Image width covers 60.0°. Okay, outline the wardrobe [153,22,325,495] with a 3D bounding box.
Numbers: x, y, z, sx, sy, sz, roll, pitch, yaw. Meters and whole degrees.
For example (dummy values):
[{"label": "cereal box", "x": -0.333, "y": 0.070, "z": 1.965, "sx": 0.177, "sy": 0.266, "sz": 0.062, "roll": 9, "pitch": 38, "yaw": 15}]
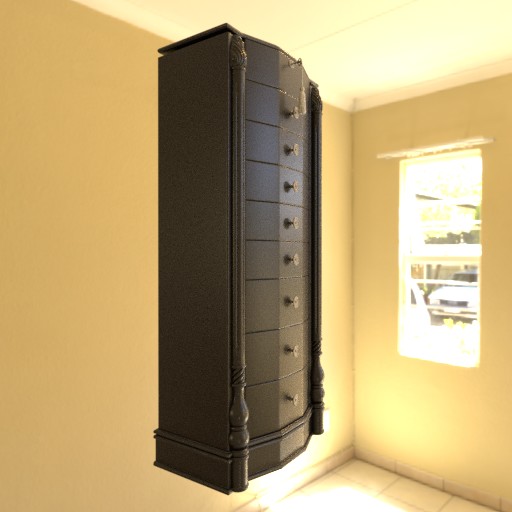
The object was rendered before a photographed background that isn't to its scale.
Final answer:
[{"label": "wardrobe", "x": 0.000, "y": 0.000, "z": 1.165, "sx": 0.295, "sy": 1.011, "sz": 0.444, "roll": 0, "pitch": 0, "yaw": 35}]
